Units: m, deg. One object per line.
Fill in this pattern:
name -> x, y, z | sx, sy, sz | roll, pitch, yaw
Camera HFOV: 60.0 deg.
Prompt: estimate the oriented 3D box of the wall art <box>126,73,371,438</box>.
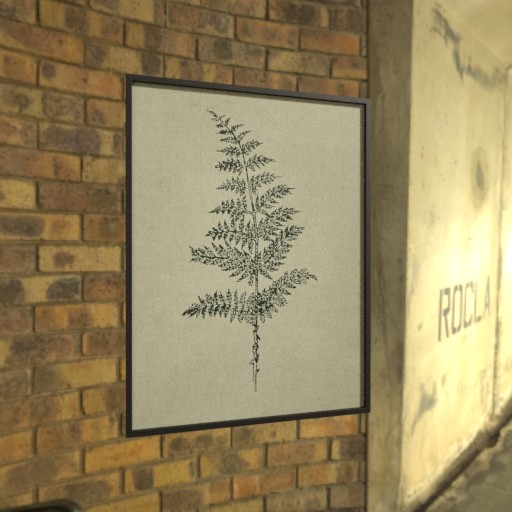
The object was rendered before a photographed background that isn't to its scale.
wall art -> 0.000, 0.000, 1.423 | 0.802, 1.070, 0.036 | 0, 0, -15
